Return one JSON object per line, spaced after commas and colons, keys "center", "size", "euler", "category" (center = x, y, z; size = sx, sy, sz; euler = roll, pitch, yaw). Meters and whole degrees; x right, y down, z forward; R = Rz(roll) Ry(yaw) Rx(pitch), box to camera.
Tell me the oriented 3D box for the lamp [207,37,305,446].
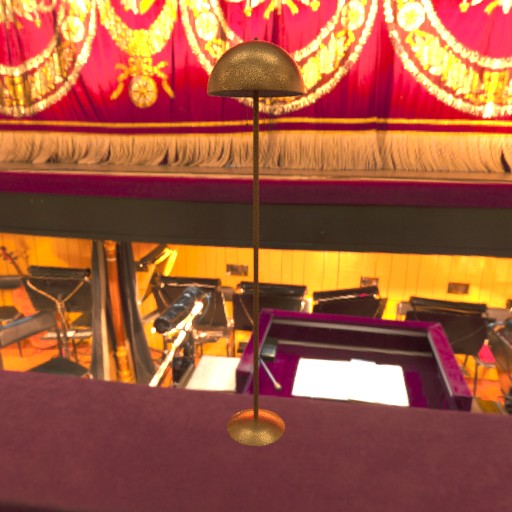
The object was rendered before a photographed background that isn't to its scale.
{"center": [0.000, 0.000, 1.648], "size": [0.328, 1.480, 0.328], "euler": [2, 16, 8], "category": "lamp"}
